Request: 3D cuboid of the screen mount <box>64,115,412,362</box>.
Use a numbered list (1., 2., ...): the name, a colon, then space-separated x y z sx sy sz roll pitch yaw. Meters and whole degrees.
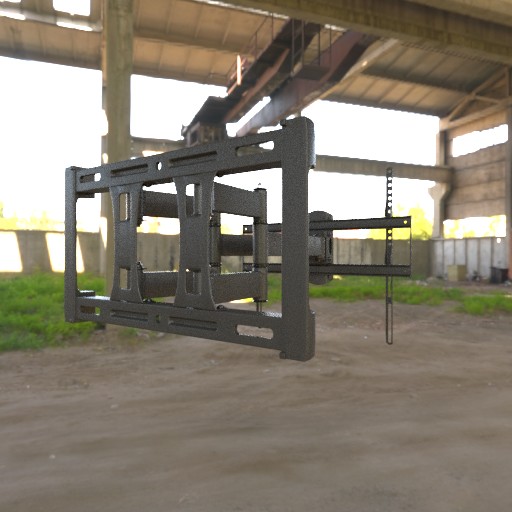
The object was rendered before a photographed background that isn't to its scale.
1. screen mount: 0.000 0.000 0.952 0.571 0.424 0.556 0 0 37
